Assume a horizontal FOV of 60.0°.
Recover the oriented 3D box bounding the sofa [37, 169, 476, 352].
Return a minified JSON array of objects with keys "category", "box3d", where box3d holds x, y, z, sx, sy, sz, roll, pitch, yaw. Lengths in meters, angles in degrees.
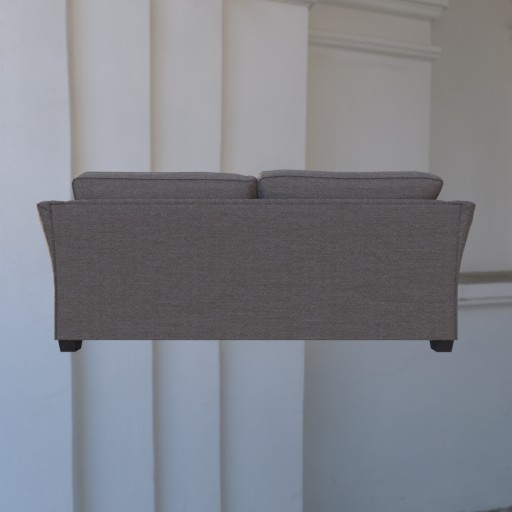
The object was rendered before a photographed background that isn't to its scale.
[{"category":"sofa","box3d":[0.000,0.000,2.729,2.270,0.965,0.980,0,2,0]}]
